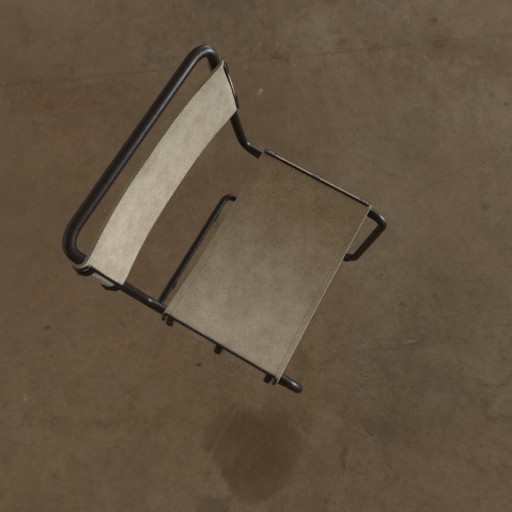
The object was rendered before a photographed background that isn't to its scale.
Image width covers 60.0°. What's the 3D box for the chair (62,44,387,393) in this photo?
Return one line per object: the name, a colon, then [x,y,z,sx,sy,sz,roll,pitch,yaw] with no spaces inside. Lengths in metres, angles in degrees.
chair: [0.000,0.000,1.088,0.497,0.747,0.499,29,77,7]
